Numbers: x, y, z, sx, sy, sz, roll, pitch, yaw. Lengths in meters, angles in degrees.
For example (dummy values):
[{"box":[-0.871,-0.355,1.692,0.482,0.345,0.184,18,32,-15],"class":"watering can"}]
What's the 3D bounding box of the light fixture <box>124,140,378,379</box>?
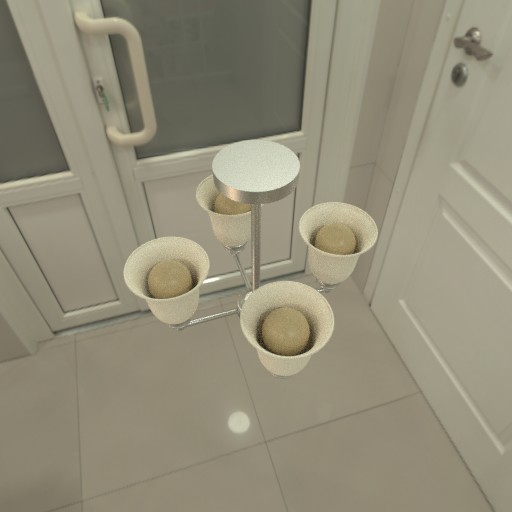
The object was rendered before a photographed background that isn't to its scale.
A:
[{"box":[0.000,0.000,0.743,0.427,0.370,0.427,-13,48,-12],"class":"light fixture"}]
